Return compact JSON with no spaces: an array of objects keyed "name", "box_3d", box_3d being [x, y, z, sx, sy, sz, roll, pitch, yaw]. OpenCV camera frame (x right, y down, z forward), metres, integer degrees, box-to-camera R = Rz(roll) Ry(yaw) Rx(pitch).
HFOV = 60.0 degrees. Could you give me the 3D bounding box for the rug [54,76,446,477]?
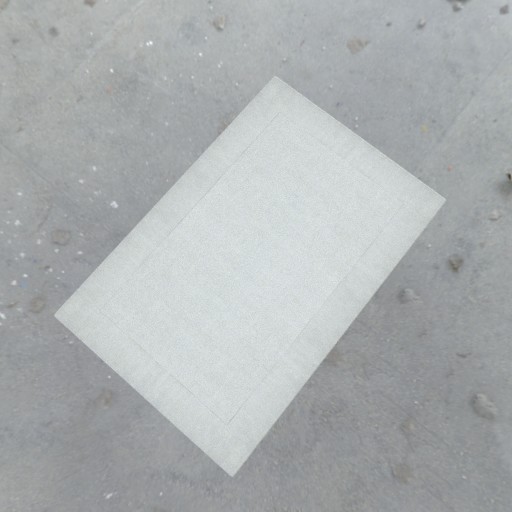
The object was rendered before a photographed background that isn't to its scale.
[{"name":"rug","box_3d":[0.000,0.000,2.375,1.219,0.013,1.829,39,80,8]}]
